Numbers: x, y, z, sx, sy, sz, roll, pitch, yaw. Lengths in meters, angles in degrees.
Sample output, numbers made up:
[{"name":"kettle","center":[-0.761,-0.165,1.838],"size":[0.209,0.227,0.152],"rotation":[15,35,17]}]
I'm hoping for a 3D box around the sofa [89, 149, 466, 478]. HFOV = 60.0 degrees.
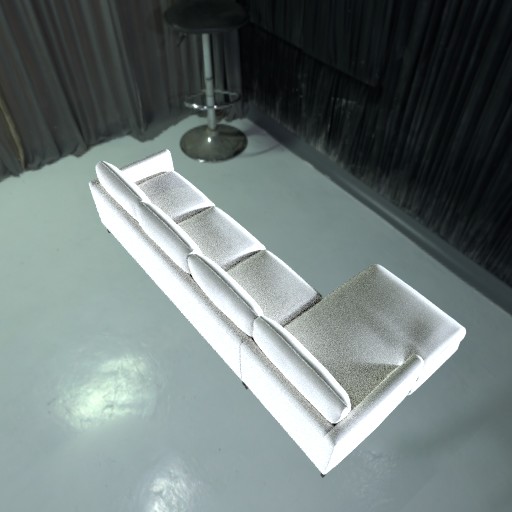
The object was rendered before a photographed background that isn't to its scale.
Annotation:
[{"name":"sofa","center":[0.000,0.000,3.776],"size":[1.467,0.875,3.186],"rotation":[-32,55,-26]}]
